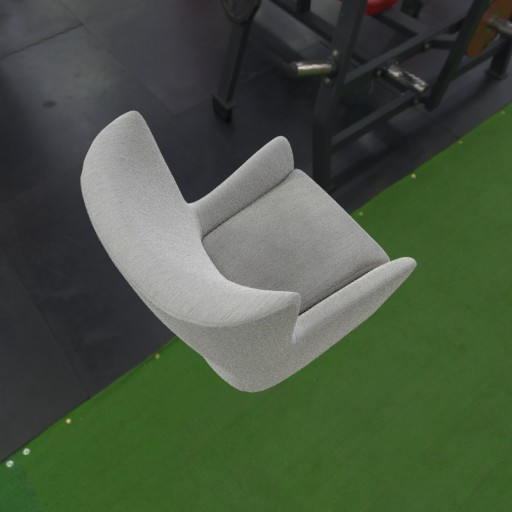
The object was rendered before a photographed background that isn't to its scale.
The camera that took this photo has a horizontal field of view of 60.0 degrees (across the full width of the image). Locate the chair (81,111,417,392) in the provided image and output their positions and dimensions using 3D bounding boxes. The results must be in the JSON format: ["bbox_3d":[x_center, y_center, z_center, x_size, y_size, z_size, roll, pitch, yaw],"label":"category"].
[{"bbox_3d":[0.000,0.000,1.624,0.904,1.000,0.779,-32,64,-18],"label":"chair"}]
